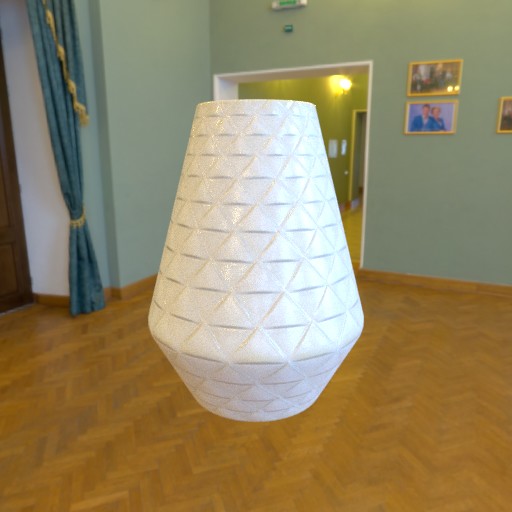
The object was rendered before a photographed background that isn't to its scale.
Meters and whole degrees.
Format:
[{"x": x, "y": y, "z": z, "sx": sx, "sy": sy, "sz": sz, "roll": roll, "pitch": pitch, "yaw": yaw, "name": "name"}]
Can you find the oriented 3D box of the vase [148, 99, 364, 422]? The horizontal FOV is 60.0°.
[{"x": 0.000, "y": 0.000, "z": 0.357, "sx": 0.175, "sy": 0.230, "sz": 0.175, "roll": 0, "pitch": 14, "yaw": 0, "name": "vase"}]
